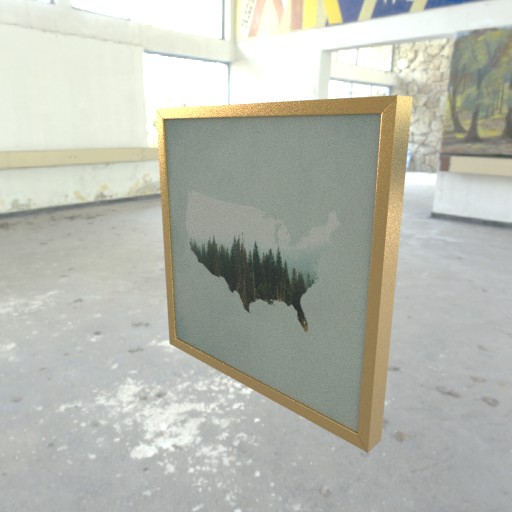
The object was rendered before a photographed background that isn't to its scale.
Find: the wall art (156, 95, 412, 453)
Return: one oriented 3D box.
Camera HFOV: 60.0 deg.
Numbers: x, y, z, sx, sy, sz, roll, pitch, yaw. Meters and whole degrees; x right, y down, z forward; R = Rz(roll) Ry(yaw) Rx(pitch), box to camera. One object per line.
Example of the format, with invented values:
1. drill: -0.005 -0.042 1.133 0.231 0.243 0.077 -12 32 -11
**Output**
1. wall art: 0.000 0.000 0.783 0.509 0.509 0.040 15 22 42
